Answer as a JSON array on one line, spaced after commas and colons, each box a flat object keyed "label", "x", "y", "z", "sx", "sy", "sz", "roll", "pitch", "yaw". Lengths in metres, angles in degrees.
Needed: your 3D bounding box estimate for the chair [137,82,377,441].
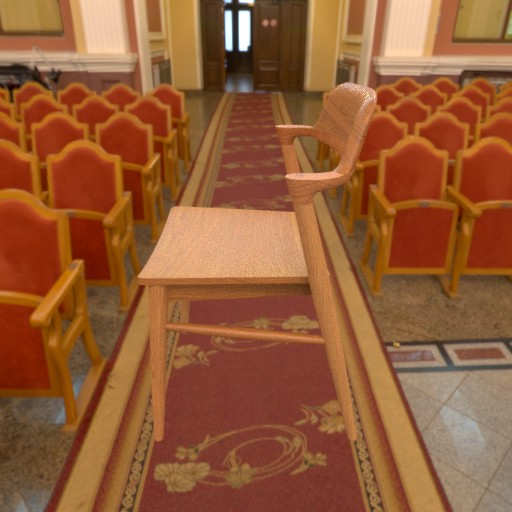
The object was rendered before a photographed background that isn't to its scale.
[{"label": "chair", "x": 0.000, "y": 0.000, "z": 1.111, "sx": 0.499, "sy": 0.792, "sz": 0.512, "roll": 0, "pitch": 27, "yaw": 0}]
